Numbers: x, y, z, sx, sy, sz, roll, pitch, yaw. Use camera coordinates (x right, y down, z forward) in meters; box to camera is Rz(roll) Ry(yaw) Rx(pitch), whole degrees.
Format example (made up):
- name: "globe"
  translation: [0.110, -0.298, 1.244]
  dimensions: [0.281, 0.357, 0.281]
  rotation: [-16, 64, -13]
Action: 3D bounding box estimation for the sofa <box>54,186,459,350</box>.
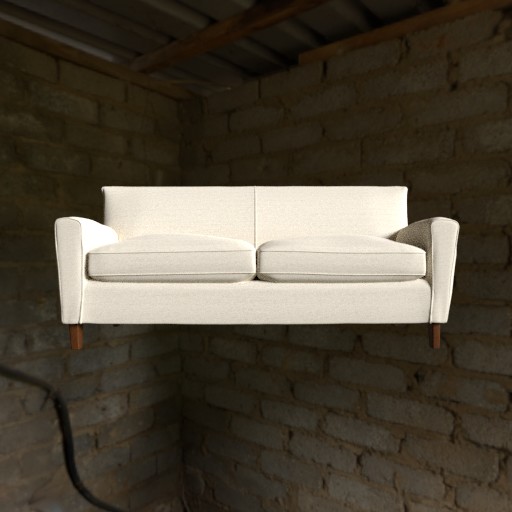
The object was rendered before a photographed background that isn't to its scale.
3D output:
- name: "sofa"
  translation: [0.000, 0.000, 2.532]
  dimensions: [2.001, 0.907, 0.841]
  rotation: [0, 1, -1]
